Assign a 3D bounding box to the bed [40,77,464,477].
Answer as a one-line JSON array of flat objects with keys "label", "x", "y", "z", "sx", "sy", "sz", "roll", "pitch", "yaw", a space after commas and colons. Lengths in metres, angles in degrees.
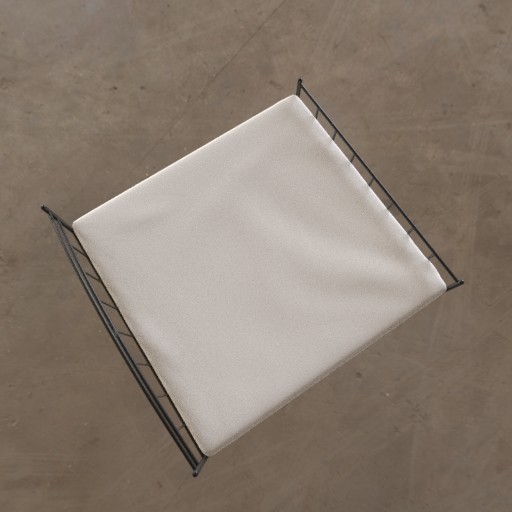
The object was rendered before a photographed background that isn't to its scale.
[{"label": "bed", "x": 0.000, "y": 0.000, "z": 3.103, "sx": 2.040, "sy": 0.940, "sz": 1.880, "roll": -32, "pitch": 77, "yaw": -8}]
